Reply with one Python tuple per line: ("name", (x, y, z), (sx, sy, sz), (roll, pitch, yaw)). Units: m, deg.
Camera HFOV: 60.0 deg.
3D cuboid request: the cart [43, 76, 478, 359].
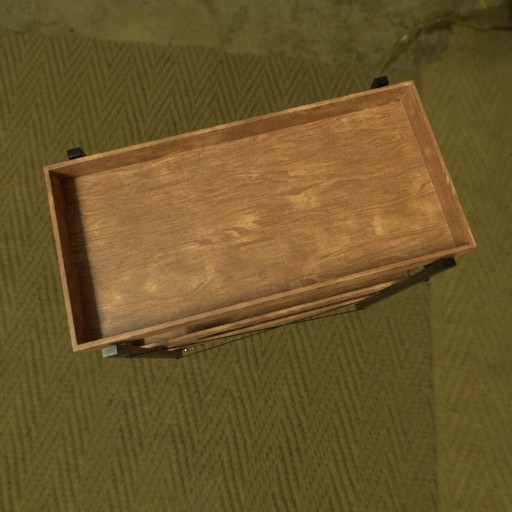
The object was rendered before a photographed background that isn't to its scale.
("cart", (0.000, 0.000, 1.219), (0.750, 0.800, 0.411), (-14, 77, -3))
